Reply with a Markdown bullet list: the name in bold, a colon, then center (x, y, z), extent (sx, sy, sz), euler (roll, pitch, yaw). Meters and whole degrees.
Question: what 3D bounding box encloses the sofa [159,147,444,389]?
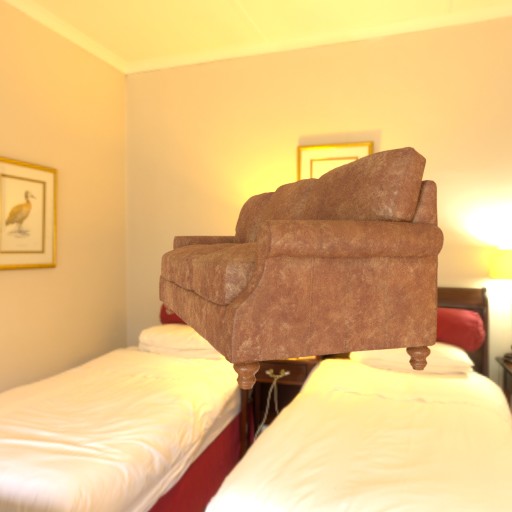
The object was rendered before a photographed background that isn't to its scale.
- **sofa**: center (0.000, 0.000, 2.800), extent (0.973, 0.977, 2.351), euler (0, 1, -19)
